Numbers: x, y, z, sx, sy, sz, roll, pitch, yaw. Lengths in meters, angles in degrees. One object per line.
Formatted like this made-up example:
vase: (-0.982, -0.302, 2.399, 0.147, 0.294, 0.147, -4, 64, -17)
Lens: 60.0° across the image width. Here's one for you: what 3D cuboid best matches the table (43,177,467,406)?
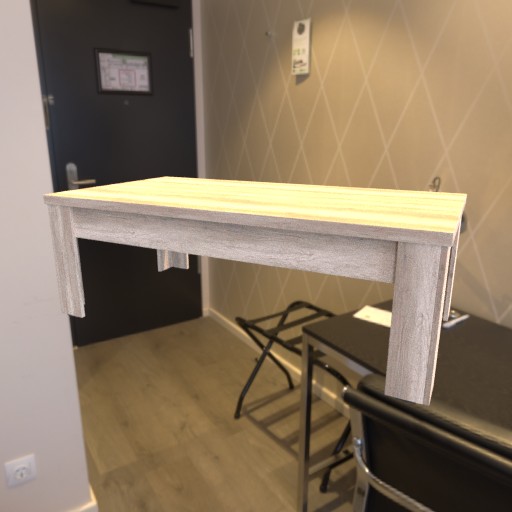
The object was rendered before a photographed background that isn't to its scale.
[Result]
table: (0.000, 0.000, 1.653, 1.350, 0.460, 0.700, 8, 18, 26)
